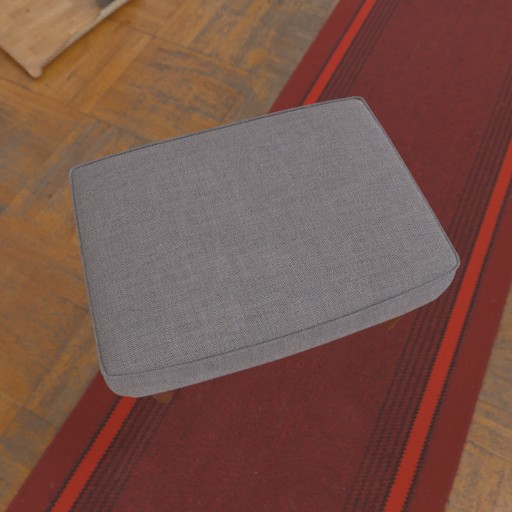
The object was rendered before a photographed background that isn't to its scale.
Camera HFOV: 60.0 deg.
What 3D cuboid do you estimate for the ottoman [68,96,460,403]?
[{"bbox_3d":[0.000,0.000,1.105,0.750,0.458,0.555,-16,65,-8],"label":"ottoman"}]
